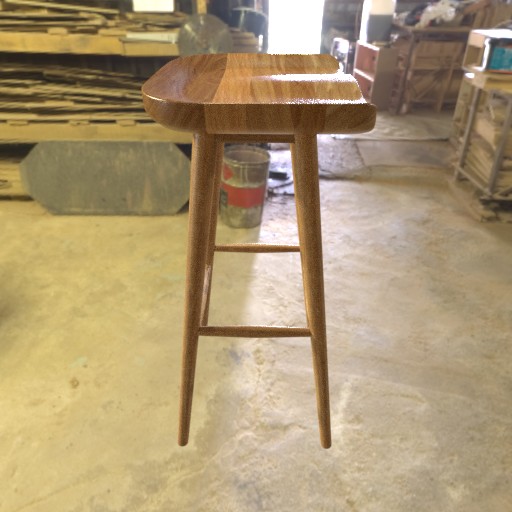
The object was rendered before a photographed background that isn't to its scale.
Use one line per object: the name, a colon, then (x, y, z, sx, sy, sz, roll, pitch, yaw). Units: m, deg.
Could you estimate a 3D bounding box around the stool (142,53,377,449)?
stool: (0.000, 0.000, 0.898, 0.322, 0.698, 0.407, 1, 32, 1)
